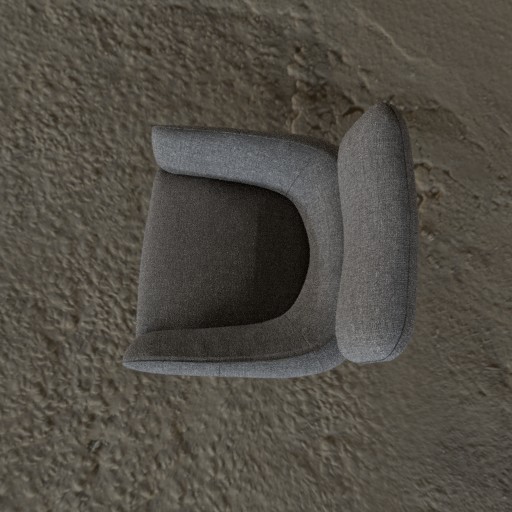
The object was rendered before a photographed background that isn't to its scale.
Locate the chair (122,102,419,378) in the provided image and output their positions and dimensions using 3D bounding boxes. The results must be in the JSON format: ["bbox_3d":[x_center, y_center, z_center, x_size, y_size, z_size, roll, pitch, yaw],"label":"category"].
[{"bbox_3d":[0.000,0.000,1.323,0.715,0.812,0.706,3,76,1],"label":"chair"}]
